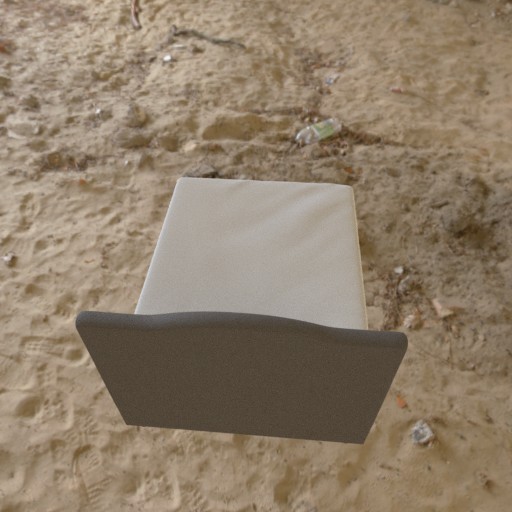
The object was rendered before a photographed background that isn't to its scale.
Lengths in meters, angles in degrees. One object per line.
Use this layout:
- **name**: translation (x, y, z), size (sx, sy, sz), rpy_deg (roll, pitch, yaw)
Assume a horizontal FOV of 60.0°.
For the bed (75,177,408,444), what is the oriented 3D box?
- **bed**: translation (0.000, 0.000, 3.456), size (1.821, 1.436, 2.282), rpy_deg (3, 47, 3)
